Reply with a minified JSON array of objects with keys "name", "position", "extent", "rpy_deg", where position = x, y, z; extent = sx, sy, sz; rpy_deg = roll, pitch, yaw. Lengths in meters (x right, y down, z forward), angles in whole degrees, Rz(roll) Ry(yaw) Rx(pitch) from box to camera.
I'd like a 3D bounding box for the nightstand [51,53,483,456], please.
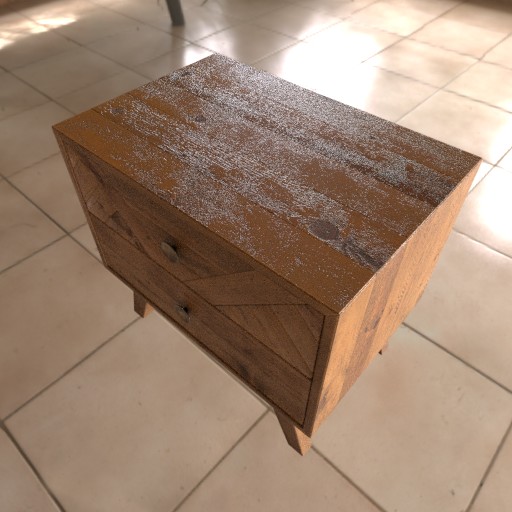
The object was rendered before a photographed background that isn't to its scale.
[{"name":"nightstand","position":[0.000,0.000,1.014],"extent":[0.650,0.599,0.450],"rpy_deg":[33,55,27]}]
